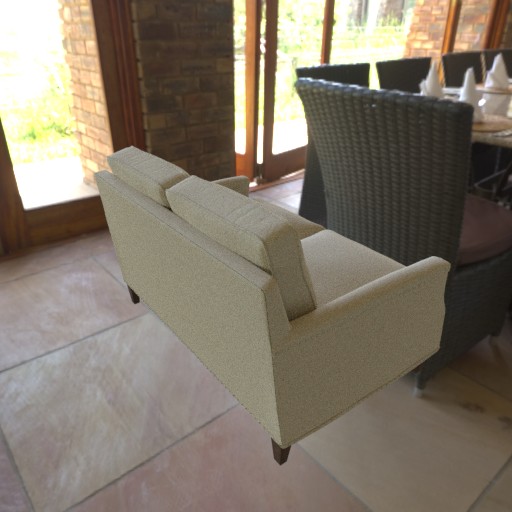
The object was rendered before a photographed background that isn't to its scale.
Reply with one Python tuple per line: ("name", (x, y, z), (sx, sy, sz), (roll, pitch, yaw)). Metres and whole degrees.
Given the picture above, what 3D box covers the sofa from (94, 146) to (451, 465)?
("sofa", (0.000, 0.000, 2.280), (1.084, 1.003, 1.597), (-19, 33, -32))
